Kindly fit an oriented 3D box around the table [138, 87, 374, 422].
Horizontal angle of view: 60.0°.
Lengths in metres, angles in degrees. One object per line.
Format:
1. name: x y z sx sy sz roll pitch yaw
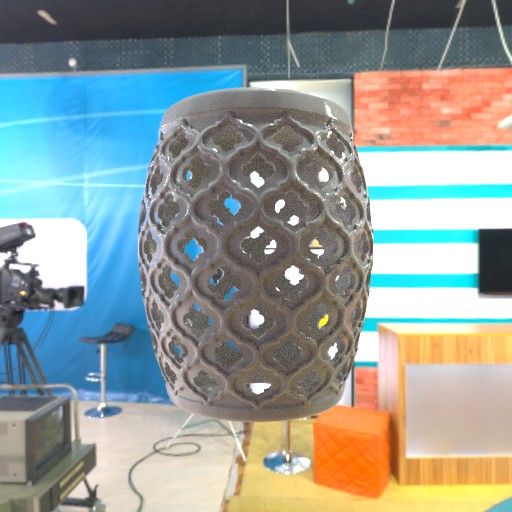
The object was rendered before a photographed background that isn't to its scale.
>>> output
1. table: 0.000 0.000 0.632 0.325 0.388 0.325 0 0 0
